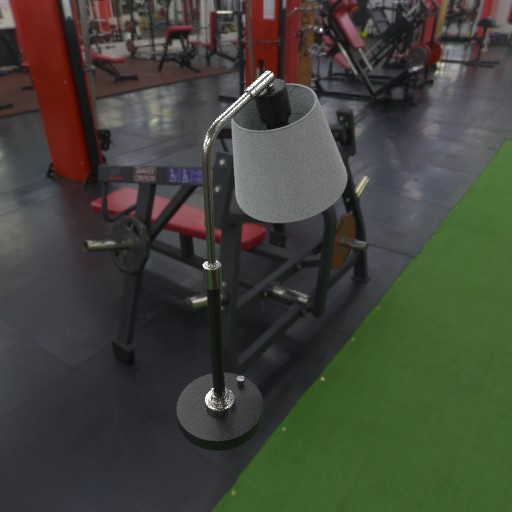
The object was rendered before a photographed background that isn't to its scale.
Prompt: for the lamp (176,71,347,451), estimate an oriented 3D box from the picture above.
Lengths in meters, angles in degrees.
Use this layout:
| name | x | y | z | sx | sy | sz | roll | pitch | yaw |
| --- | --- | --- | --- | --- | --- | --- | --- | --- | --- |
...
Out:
| name | x | y | z | sx | sy | sz | roll | pitch | yaw |
| --- | --- | --- | --- | --- | --- | --- | --- | --- | --- |
| lamp | 0.000 | 0.000 | 0.699 | 0.181 | 0.539 | 0.348 | 21 | 36 | 32 |
